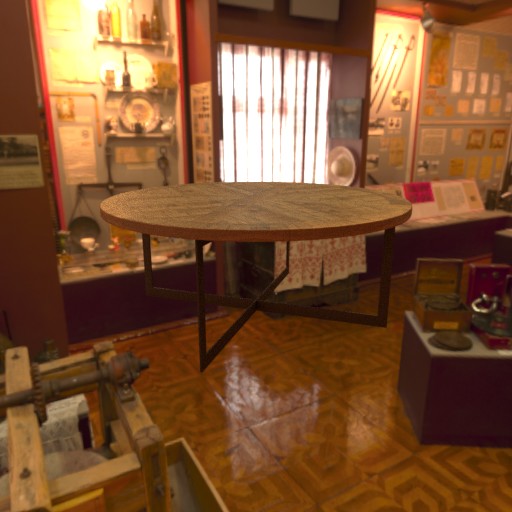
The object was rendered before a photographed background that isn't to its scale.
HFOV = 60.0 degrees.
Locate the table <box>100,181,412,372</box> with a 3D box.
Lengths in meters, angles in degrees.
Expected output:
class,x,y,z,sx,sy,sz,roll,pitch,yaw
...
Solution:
class,x,y,z,sx,sy,sz,roll,pitch,yaw
table,0.000,0.000,1.960,1.264,0.516,1.264,0,16,0
